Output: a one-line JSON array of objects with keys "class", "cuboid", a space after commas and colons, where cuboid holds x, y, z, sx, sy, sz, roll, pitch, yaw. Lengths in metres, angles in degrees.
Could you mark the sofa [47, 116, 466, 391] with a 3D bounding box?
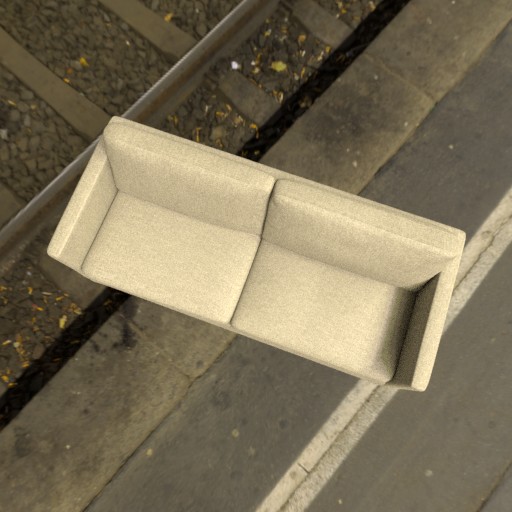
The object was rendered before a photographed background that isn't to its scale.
[{"class": "sofa", "cuboid": [0.000, 0.000, 2.736, 2.208, 0.960, 0.956, 19, 77, 5]}]
